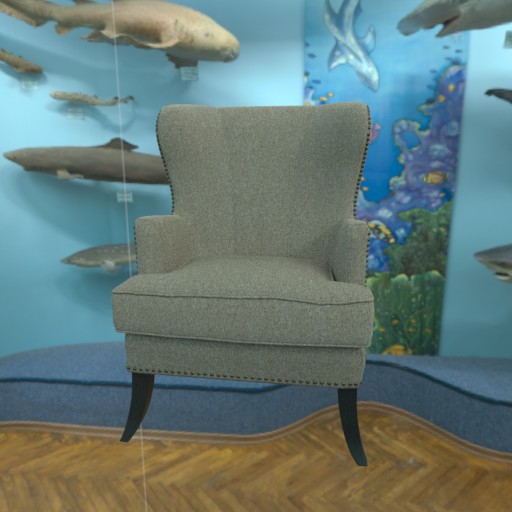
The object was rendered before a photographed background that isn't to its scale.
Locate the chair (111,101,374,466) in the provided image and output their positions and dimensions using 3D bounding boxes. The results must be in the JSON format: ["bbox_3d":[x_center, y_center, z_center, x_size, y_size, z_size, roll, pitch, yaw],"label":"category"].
[{"bbox_3d":[0.000,0.000,1.550,0.759,1.060,0.758,2,13,8],"label":"chair"}]
